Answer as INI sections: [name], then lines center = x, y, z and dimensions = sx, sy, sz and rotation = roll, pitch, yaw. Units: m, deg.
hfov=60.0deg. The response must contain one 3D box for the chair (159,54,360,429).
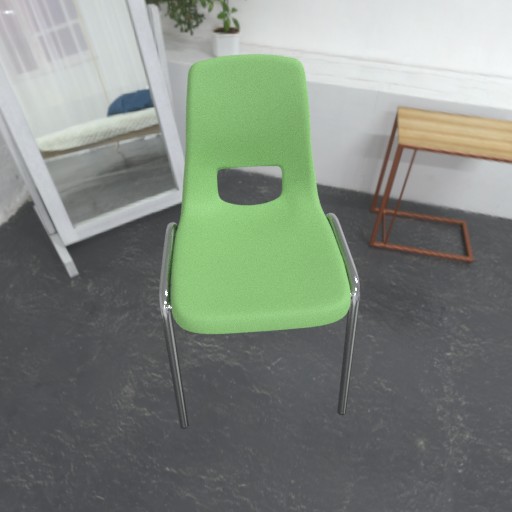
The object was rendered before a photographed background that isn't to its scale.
[chair]
center = 0.000, 0.000, 0.918
dimensions = 0.381, 0.653, 0.436
rotation = -4, 47, -3
